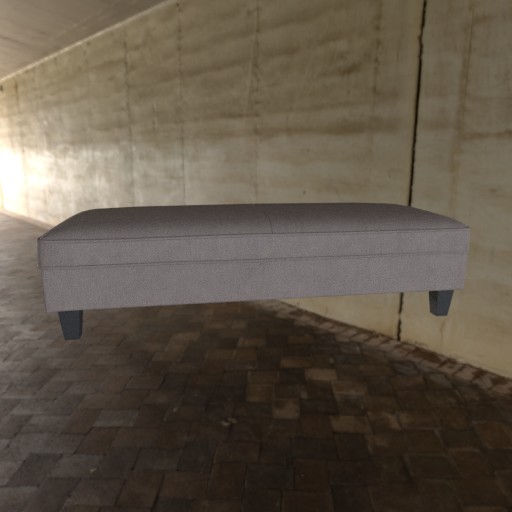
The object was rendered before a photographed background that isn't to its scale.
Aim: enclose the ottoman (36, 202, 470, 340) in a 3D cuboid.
[{"bbox_3d":[0.000,0.000,2.112,1.764,0.470,0.751,-2,13,-9],"label":"ottoman"}]
